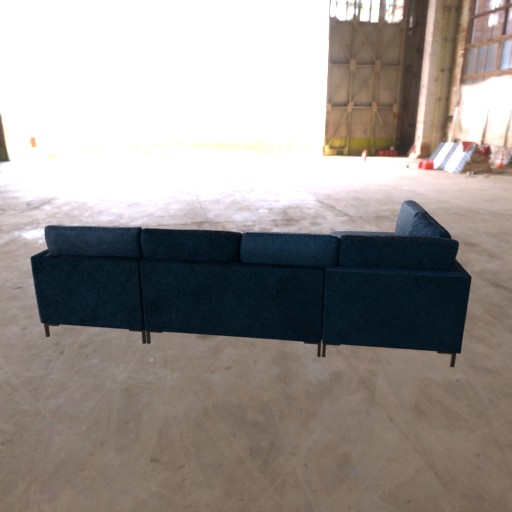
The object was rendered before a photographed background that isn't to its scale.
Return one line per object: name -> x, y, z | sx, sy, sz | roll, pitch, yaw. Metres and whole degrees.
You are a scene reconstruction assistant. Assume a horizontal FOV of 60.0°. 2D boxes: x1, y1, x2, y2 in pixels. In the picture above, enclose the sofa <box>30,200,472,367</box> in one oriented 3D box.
sofa -> 0.000, 0.000, 4.380 | 3.434, 0.992, 2.055 | 3, 17, 8
